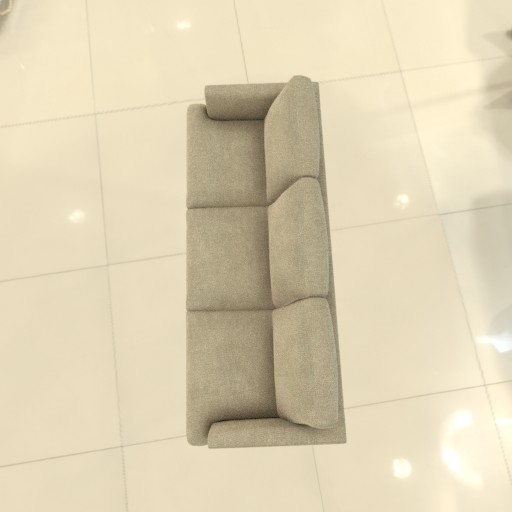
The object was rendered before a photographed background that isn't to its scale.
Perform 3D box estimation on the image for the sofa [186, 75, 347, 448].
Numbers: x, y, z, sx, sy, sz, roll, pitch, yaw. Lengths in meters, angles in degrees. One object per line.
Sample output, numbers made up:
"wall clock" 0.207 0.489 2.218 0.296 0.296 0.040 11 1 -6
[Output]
"sofa" 0.000 0.000 2.829 0.903 0.930 2.246 -2 76 0
